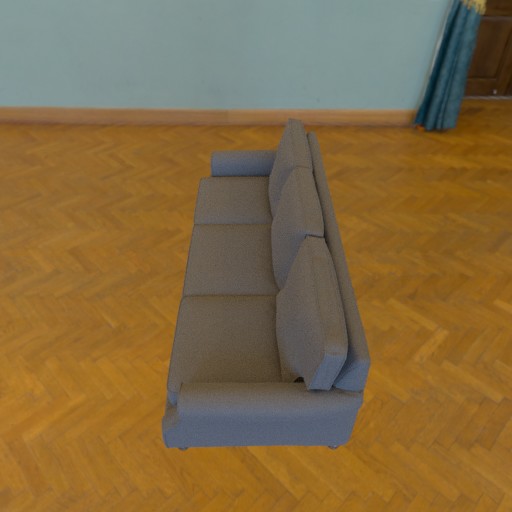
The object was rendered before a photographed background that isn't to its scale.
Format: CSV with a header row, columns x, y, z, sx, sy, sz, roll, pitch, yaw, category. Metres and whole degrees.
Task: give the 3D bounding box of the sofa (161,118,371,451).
x,y,z,sx,sy,sz,roll,pitch,yaw,category
0.000,0.000,2.864,0.966,0.948,2.353,0,41,0,sofa
